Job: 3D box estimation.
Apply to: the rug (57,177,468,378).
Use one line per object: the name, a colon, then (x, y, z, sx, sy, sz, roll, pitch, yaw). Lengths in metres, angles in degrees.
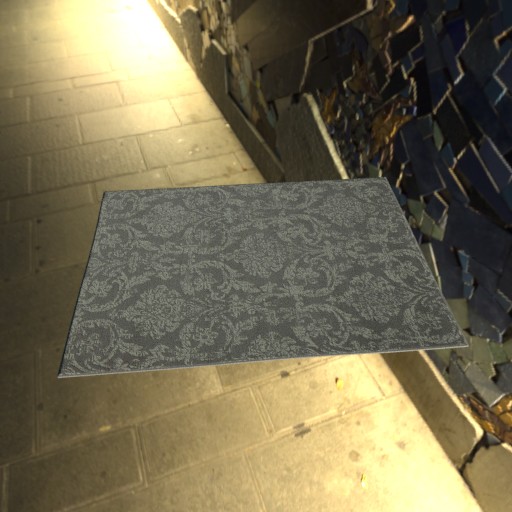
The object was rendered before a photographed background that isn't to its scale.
rug: (0.000, 0.000, 2.912, 2.206, 0.014, 1.578, -4, 46, -3)
